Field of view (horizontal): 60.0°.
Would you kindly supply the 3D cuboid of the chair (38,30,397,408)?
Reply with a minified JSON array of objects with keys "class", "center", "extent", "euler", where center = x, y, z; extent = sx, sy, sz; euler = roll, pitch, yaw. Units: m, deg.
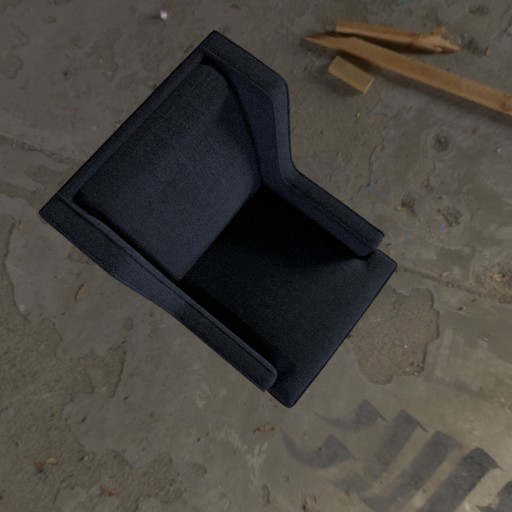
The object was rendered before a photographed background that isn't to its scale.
[{"class":"chair","center":[0.000,0.000,1.718],"extent":[0.947,1.072,0.764],"euler":[38,80,8]}]
